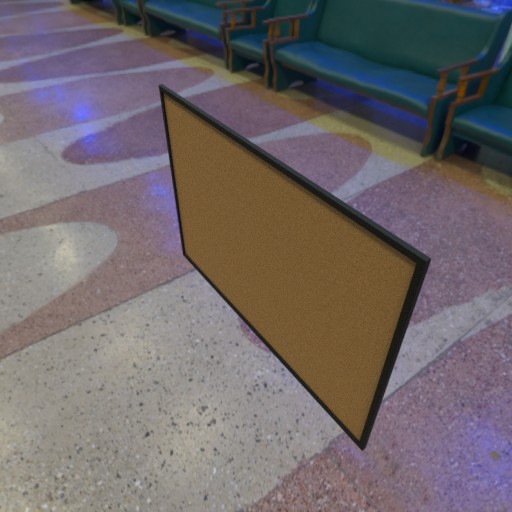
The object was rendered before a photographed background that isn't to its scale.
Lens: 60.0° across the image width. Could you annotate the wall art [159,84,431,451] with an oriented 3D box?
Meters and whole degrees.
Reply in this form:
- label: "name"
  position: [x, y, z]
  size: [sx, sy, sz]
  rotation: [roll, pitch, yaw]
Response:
- label: "wall art"
  position: [0.000, 0.000, 1.235]
  size: [0.013, 0.665, 0.963]
  rotation: [-25, 47, -26]
